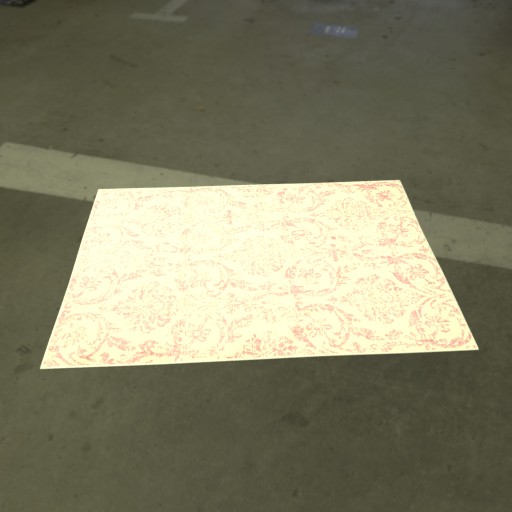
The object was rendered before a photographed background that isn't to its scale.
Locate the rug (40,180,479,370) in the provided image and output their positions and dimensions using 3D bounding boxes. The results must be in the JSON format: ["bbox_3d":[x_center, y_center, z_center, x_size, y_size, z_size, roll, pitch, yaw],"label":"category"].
[{"bbox_3d":[0.000,0.000,3.400,2.746,0.018,1.819,-2,46,-2],"label":"rug"}]
